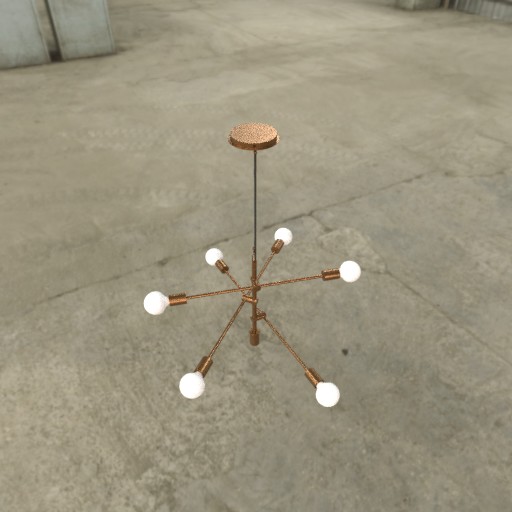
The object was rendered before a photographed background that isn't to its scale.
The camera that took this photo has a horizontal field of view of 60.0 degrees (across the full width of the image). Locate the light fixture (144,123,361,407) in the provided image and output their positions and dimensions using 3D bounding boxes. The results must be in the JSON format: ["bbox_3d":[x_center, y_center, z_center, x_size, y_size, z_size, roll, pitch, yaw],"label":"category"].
[{"bbox_3d":[0.000,0.000,1.274,0.637,0.744,0.682,-2,40,-2],"label":"light fixture"}]
